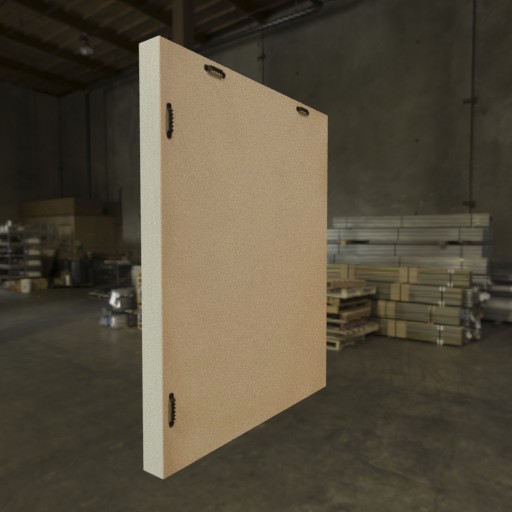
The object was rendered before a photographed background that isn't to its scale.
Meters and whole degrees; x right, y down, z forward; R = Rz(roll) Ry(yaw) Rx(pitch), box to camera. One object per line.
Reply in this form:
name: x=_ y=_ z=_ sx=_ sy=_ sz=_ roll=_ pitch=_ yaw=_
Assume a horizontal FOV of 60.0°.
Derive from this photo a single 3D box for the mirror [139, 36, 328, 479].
mirror: x=0.000 y=0.000 z=0.678 sx=0.041 sy=0.508 sz=0.405 roll=2 pitch=3 yaw=36
